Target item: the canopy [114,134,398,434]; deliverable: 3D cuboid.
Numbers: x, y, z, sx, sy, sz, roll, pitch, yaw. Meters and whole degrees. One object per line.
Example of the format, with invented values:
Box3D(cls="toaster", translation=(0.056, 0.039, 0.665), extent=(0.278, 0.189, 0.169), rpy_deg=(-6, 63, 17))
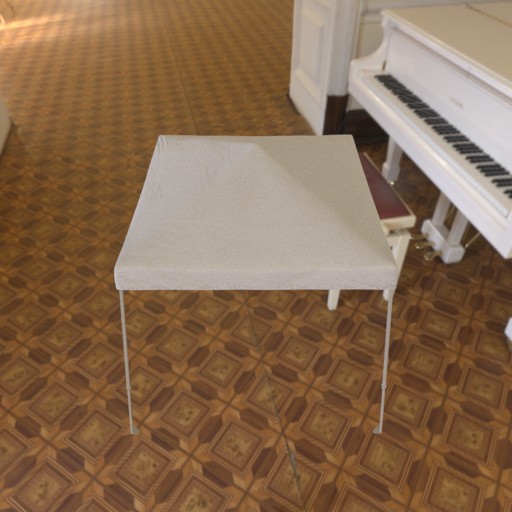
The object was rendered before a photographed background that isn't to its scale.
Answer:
Box3D(cls="canopy", translation=(0.000, 0.000, 6.472), extent=(3.599, 3.600, 3.600), rpy_deg=(0, 42, 0))
